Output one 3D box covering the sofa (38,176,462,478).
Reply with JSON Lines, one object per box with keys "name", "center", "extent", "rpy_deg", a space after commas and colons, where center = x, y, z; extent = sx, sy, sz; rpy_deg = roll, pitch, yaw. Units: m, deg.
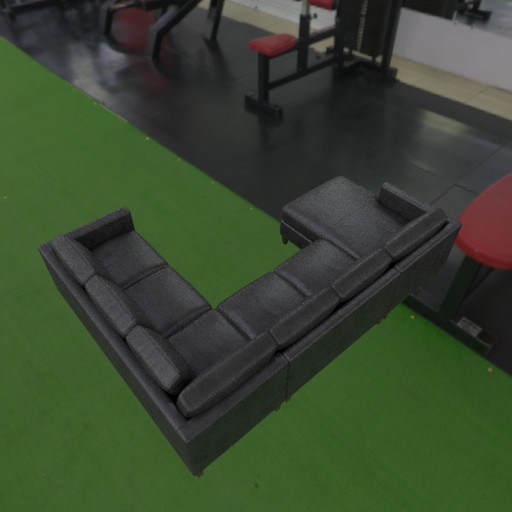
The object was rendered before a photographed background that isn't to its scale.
{"name": "sofa", "center": [0.000, 0.000, 4.478], "extent": [3.324, 0.891, 2.452], "rpy_deg": [-32, 53, -28]}
